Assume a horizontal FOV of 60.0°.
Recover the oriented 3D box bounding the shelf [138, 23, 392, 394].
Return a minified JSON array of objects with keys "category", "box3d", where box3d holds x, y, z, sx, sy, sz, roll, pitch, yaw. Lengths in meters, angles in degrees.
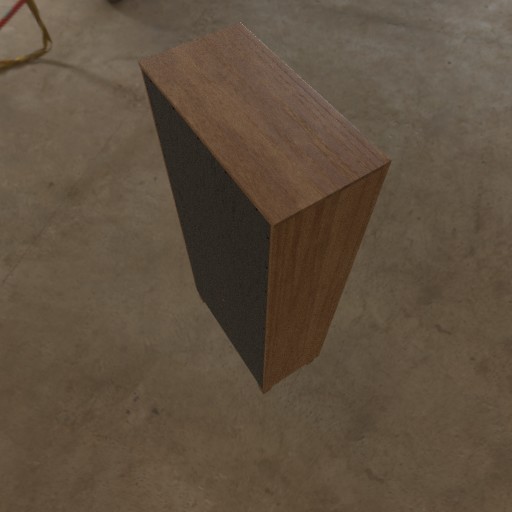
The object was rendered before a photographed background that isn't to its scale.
[{"category":"shelf","box3d":[0.000,0.000,2.301,0.453,1.930,0.864,-29,63,-17]}]
